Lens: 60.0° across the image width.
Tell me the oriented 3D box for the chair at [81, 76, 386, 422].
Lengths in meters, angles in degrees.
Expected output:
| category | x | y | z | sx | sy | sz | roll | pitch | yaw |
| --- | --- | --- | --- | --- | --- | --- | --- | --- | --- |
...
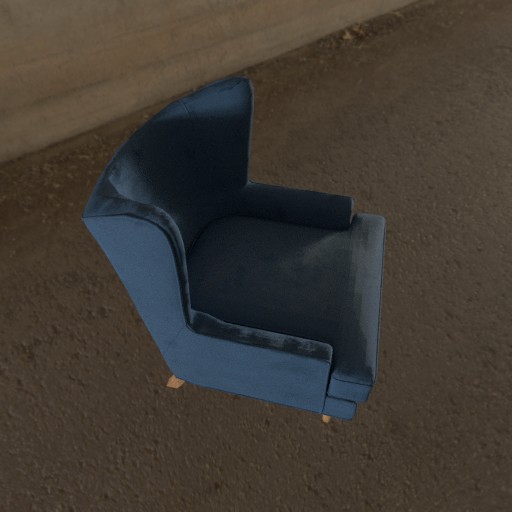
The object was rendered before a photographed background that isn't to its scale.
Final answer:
| category | x | y | z | sx | sy | sz | roll | pitch | yaw |
| --- | --- | --- | --- | --- | --- | --- | --- | --- | --- |
| chair | 0.000 | 0.000 | 1.586 | 0.910 | 0.952 | 0.793 | 10 | 47 | 9 |
